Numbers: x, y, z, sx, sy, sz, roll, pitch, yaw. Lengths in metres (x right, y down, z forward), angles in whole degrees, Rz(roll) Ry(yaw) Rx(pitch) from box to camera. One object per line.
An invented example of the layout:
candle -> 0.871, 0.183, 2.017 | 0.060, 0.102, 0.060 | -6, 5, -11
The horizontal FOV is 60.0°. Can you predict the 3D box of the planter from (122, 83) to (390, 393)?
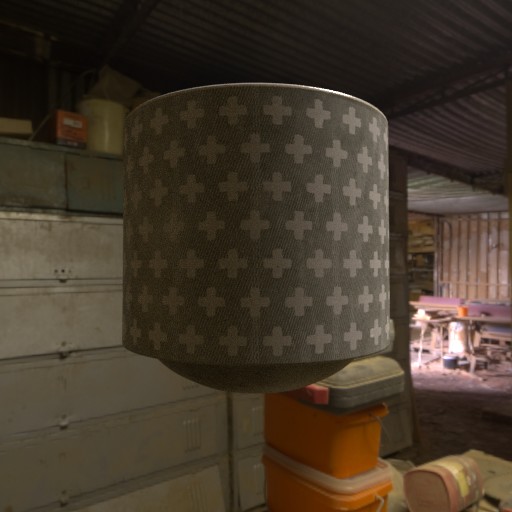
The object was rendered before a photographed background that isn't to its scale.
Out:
planter -> 0.000, 0.000, 0.330 | 0.190, 0.181, 0.190 | 0, -2, 0
